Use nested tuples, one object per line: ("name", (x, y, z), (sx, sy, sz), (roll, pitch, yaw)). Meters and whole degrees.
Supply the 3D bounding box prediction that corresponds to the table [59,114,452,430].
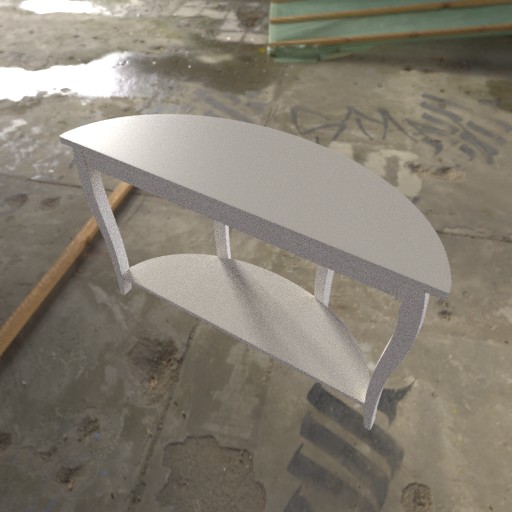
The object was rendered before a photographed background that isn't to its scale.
("table", (0.000, 0.000, 1.577), (1.219, 0.780, 0.394), (24, 51, 21))
